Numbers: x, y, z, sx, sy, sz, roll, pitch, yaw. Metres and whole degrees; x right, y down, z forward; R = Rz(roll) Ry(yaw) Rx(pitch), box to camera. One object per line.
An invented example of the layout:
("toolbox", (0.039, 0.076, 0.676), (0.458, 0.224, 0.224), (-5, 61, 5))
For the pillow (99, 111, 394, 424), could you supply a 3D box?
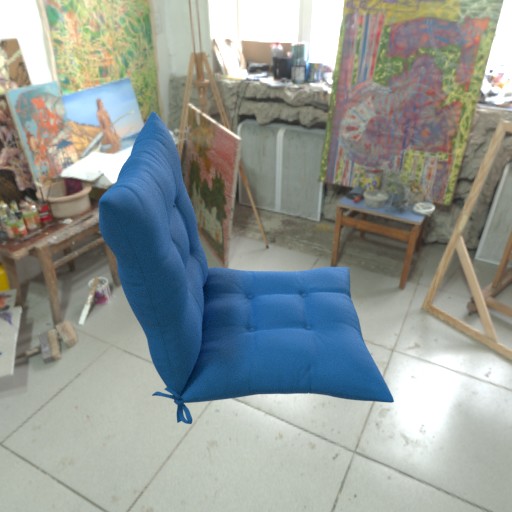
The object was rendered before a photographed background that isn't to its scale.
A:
("pillow", (0.000, 0.000, 1.031), (0.585, 0.536, 0.541), (-1, 33, -1))
